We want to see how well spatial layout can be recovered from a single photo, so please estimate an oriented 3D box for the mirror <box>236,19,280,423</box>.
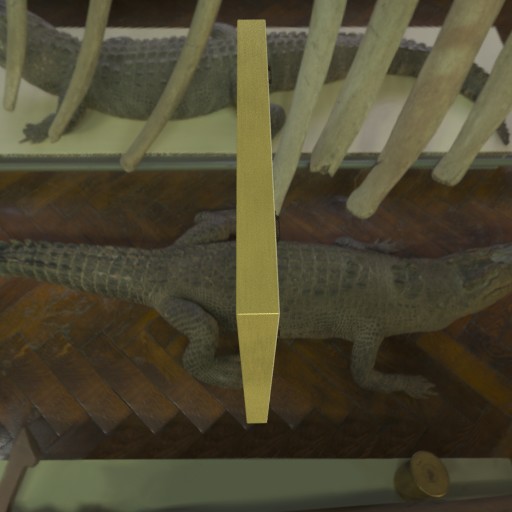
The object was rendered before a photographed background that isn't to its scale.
[{"bbox_3d":[0.000,0.000,0.685,0.041,0.508,0.405,-1,60,-1],"label":"mirror"}]
